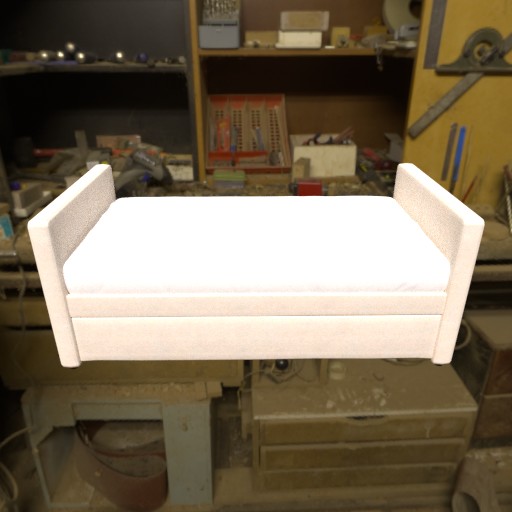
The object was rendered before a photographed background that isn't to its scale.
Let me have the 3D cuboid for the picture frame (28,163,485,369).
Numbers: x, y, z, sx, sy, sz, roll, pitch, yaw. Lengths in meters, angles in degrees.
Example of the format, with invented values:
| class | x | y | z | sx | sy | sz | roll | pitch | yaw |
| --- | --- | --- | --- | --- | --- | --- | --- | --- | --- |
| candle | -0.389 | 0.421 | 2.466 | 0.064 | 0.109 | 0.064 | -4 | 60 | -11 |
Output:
| class | x | y | z | sx | sy | sz | roll | pitch | yaw |
| --- | --- | --- | --- | --- | --- | --- | --- | --- | --- |
| picture frame | 0.000 | 0.000 | 2.744 | 2.161 | 0.891 | 1.069 | 0 | 26 | -1 |
